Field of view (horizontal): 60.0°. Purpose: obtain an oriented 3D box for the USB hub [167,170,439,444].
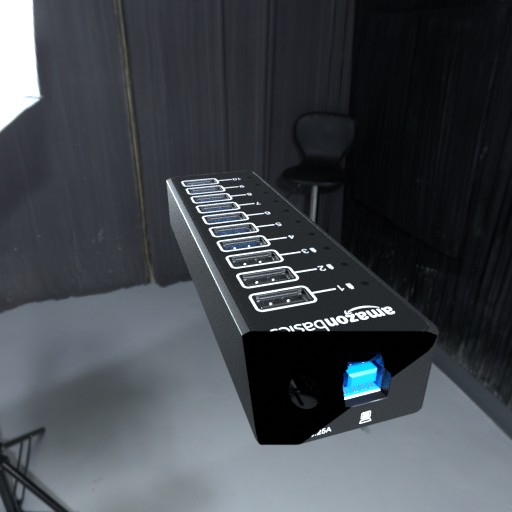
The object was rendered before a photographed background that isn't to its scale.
[{"bbox_3d":[0.000,0.000,0.160,0.044,0.023,0.145,-8,27,-16],"label":"USB hub"}]
